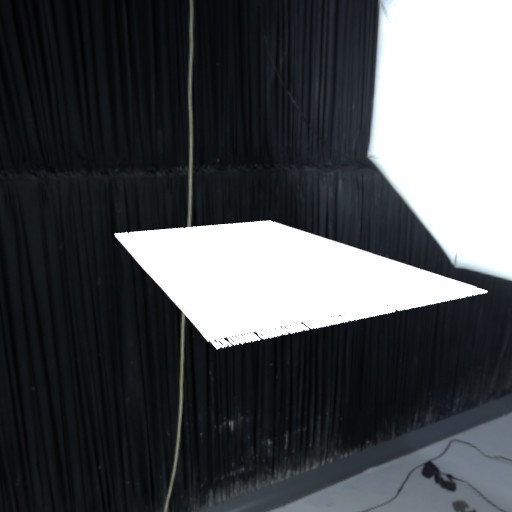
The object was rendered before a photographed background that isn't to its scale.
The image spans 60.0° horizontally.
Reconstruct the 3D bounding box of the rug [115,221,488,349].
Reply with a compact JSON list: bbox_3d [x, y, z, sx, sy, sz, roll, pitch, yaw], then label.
[{"bbox_3d":[0.000,0.000,3.047,1.528,0.010,2.440,-7,16,-25],"label":"rug"}]
